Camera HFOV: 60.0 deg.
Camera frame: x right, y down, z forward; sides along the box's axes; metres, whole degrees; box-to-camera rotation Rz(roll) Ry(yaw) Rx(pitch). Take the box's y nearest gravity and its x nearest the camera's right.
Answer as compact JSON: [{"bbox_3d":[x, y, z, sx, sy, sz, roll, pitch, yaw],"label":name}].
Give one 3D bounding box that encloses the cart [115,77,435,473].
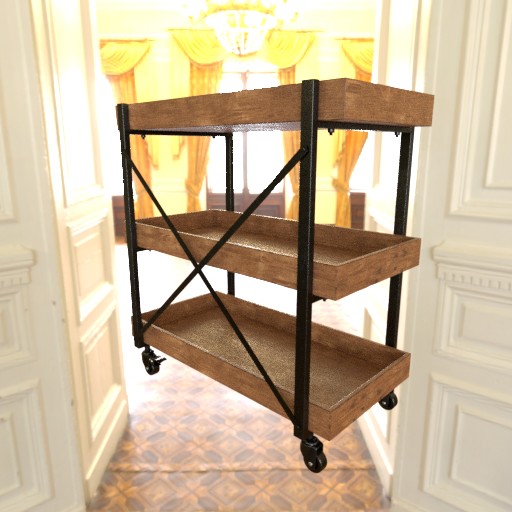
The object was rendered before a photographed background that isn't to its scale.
[{"bbox_3d":[0.000,0.000,1.204,0.750,0.800,0.411,13,19,42],"label":"cart"}]
